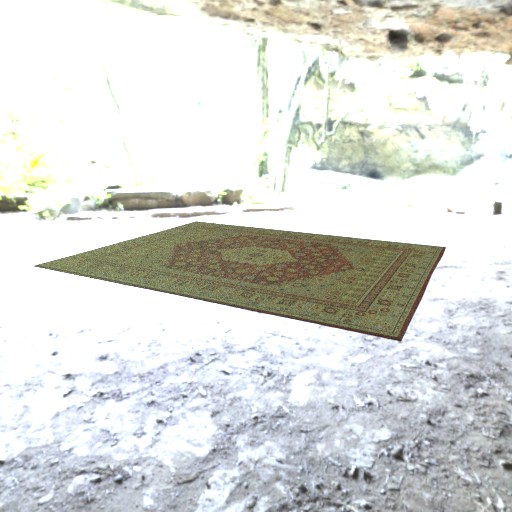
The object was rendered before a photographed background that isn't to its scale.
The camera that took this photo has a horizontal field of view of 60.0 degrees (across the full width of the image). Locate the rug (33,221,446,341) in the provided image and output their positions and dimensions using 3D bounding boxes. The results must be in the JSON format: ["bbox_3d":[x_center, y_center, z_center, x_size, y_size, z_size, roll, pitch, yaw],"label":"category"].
[{"bbox_3d":[0.000,0.000,4.100,3.053,0.013,2.387,8,17,27],"label":"rug"}]
